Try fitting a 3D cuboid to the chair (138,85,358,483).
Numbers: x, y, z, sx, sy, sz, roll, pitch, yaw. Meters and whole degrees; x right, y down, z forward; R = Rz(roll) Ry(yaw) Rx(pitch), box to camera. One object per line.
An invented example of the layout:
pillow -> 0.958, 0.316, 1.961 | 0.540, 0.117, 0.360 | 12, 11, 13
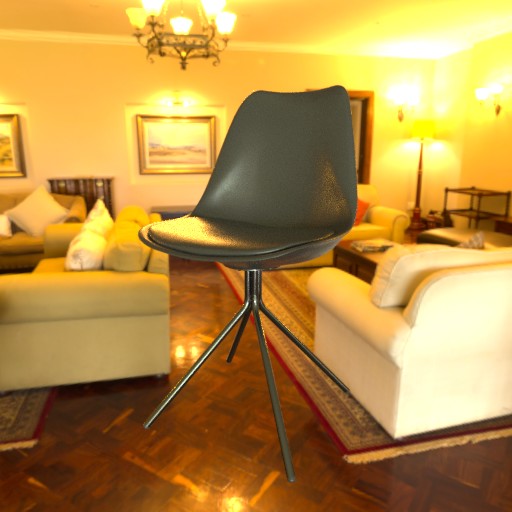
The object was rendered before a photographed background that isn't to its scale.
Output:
chair -> 0.000, 0.000, 1.112 | 0.461, 0.850, 0.525 | 7, 15, 27
